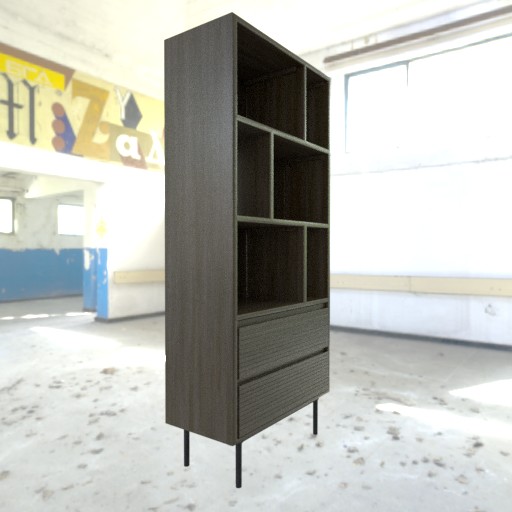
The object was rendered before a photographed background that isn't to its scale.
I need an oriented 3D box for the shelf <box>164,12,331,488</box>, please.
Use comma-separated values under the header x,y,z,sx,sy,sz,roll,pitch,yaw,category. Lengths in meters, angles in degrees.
x,y,z,sx,sy,sz,roll,pitch,yaw,category
0.000,0.000,1.766,0.323,1.545,0.670,1,1,37,shelf
